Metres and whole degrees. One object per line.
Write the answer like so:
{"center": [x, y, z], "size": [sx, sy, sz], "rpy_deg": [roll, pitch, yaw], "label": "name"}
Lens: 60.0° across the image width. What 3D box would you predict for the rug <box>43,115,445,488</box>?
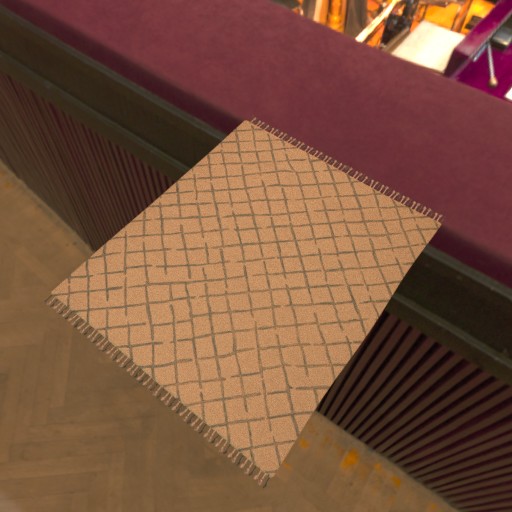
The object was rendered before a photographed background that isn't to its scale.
{"center": [0.000, 0.000, 4.900], "size": [2.892, 0.036, 3.585], "rpy_deg": [33, 64, 19], "label": "rug"}
